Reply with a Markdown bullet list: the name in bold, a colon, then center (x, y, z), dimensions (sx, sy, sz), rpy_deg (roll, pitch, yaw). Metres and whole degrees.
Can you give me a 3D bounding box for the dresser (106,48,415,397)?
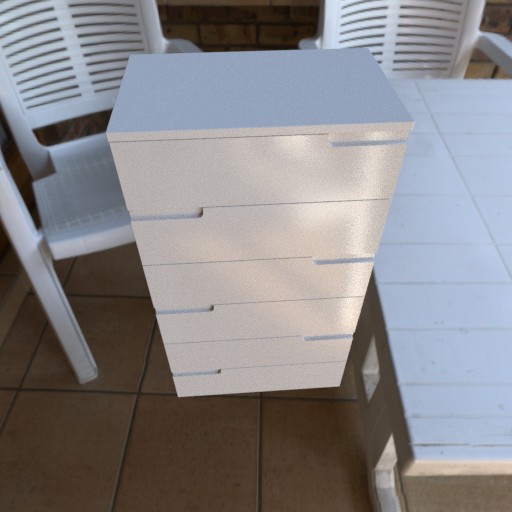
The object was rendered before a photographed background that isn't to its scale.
- **dresser**: center (0.000, 0.000, 1.494), dimensions (0.650, 1.190, 0.400), rpy_deg (-3, 46, -3)
